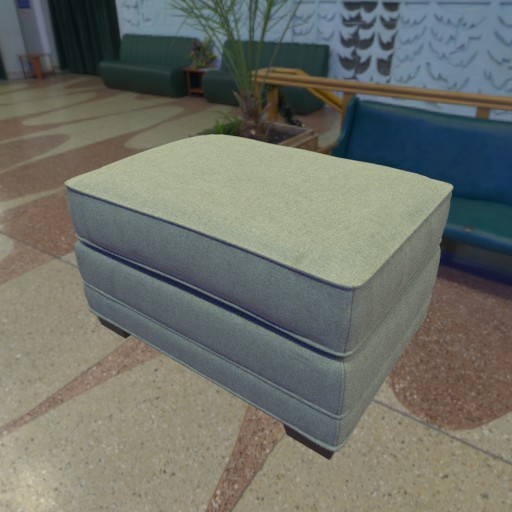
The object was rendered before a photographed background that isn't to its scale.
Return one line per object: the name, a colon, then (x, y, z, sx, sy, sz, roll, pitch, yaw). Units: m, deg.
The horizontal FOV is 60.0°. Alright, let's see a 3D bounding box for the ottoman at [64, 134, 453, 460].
ottoman: (0.000, 0.000, 1.219, 0.848, 0.508, 0.611, 20, 36, 31)
